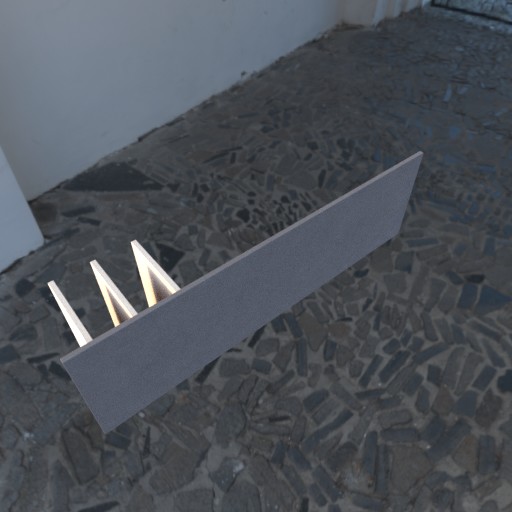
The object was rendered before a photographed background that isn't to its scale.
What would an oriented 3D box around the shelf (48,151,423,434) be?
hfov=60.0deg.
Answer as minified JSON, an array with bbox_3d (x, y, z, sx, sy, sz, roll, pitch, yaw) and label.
[{"bbox_3d":[0.000,0.000,1.144,1.020,0.300,0.200,-31,53,-26],"label":"shelf"}]
